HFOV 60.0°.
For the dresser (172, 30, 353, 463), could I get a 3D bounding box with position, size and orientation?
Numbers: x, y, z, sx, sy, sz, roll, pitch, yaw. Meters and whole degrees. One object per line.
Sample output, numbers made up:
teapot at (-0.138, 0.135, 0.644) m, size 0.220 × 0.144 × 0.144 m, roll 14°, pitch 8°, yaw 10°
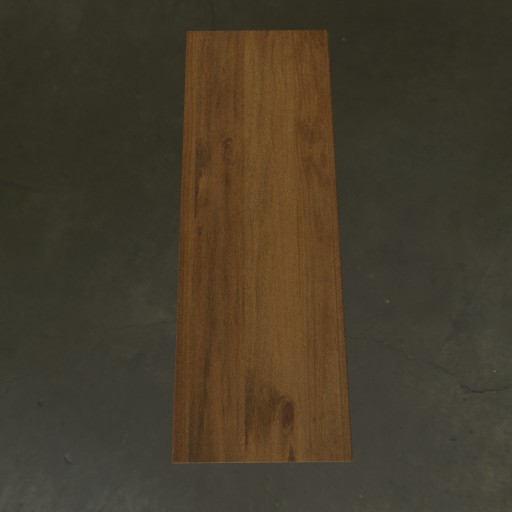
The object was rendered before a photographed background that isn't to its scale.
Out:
dresser at (0.000, 0.000, 1.643) m, size 0.479 × 0.825 × 1.261 m, roll 0°, pitch 76°, yaw 0°
